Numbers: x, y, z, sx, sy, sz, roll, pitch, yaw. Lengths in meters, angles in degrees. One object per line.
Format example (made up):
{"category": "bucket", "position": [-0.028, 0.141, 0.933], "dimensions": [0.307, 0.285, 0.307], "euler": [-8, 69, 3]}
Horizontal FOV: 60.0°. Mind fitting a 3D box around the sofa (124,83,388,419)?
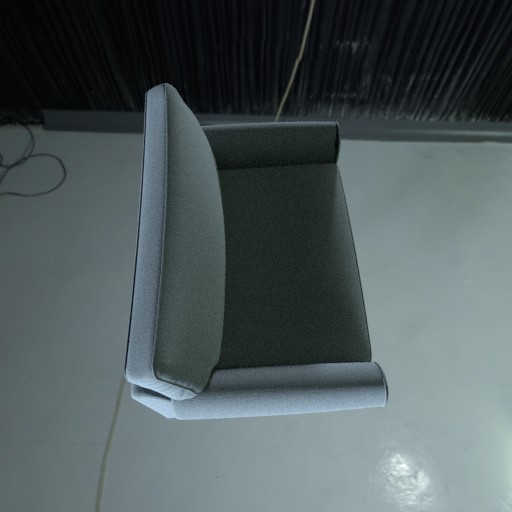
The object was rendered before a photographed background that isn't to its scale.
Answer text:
{"category": "sofa", "position": [0.000, 0.000, 2.039], "dimensions": [0.940, 0.953, 1.410], "euler": [-3, 63, -1]}
